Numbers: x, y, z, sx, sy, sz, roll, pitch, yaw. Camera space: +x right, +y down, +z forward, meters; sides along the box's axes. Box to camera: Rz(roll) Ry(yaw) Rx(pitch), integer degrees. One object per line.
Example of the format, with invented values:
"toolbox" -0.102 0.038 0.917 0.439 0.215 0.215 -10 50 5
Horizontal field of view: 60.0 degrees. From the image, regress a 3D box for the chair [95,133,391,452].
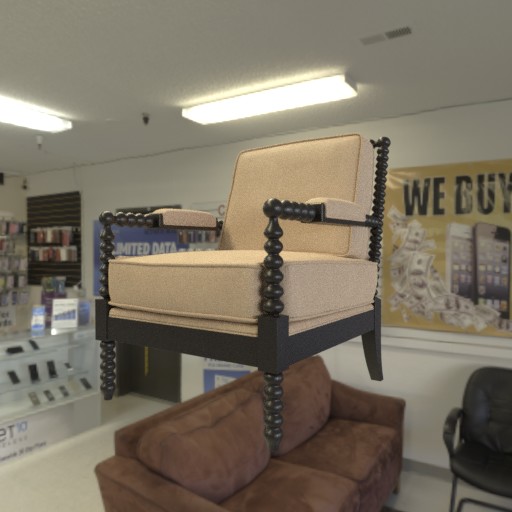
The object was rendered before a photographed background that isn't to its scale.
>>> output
"chair" 0.000 0.000 1.191 0.555 0.703 0.657 1 1 35
